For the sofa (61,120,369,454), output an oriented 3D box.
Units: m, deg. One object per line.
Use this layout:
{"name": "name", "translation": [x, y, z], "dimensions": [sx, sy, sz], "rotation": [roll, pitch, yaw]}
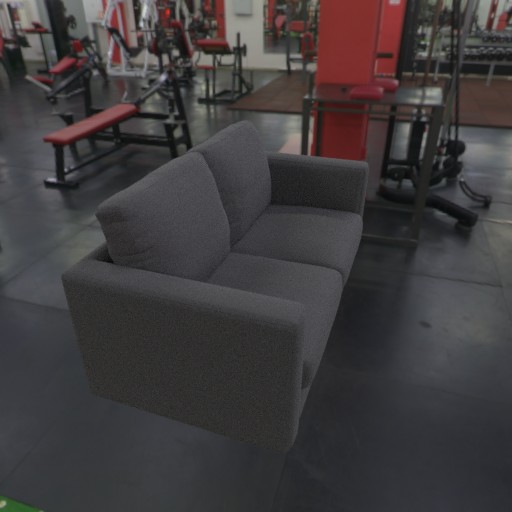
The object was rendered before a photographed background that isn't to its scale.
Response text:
{"name": "sofa", "translation": [0.000, 0.000, 1.949], "dimensions": [0.796, 0.908, 1.430], "rotation": [10, 32, 17]}
